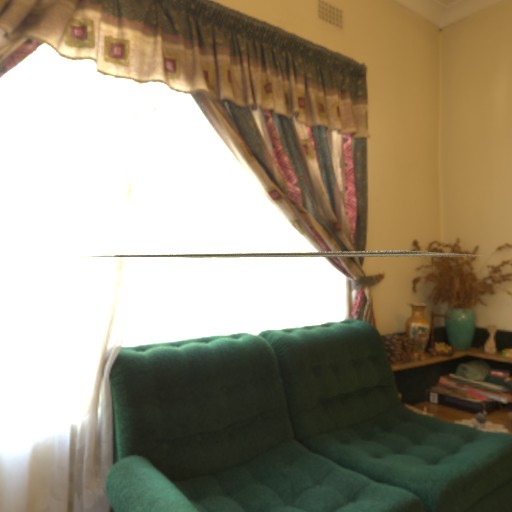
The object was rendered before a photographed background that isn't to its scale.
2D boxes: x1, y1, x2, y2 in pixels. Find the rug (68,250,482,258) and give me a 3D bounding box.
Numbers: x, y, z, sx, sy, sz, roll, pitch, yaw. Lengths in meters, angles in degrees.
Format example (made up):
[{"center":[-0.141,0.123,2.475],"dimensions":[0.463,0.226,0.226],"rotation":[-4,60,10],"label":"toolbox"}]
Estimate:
[{"center":[0.000,0.000,2.923],"dimensions":[2.453,0.003,1.519],"rotation":[-1,-1,37],"label":"rug"}]
